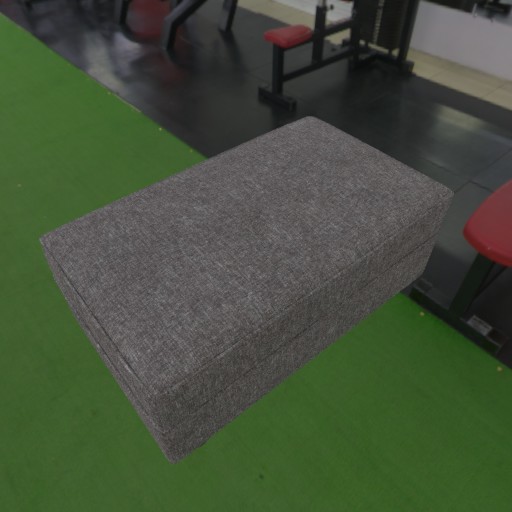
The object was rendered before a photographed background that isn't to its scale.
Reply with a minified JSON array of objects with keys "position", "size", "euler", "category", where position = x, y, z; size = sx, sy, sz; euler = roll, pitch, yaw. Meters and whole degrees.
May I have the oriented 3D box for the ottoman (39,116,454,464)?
[{"position":[0.000,0.000,1.543],"size":[1.184,0.487,0.717],"euler":[-30,53,-26],"category":"ottoman"}]
